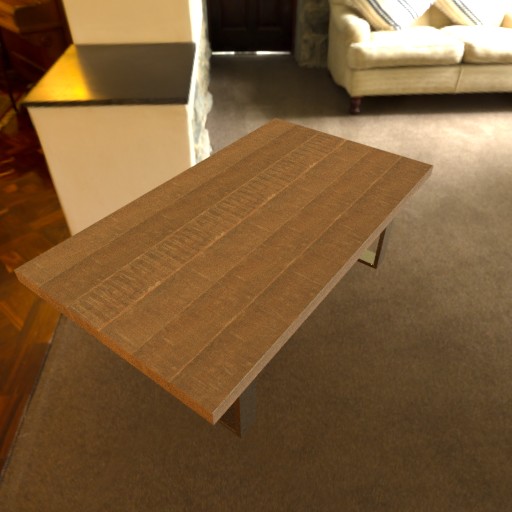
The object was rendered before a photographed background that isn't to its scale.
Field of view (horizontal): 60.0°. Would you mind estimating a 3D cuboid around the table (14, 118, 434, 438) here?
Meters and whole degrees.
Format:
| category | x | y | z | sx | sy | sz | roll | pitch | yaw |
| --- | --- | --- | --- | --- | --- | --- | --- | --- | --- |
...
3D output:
| category | x | y | z | sx | sy | sz | roll | pitch | yaw |
| --- | --- | --- | --- | --- | --- | --- | --- | --- | --- |
| table | 0.000 | 0.000 | 1.739 | 0.800 | 0.440 | 1.400 | 26 | 47 | 27 |
